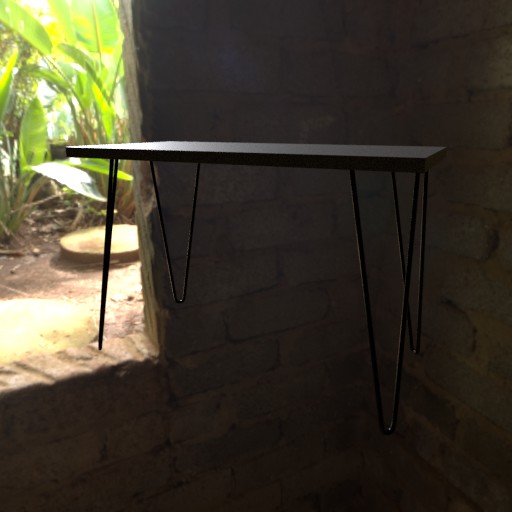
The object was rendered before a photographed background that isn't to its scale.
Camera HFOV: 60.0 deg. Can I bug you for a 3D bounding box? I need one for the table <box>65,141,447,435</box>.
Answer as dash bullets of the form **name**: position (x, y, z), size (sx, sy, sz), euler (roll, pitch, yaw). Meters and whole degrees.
- **table**: position (0.000, 0.000, 1.381), size (0.991, 0.660, 0.499), euler (8, 18, 26)
